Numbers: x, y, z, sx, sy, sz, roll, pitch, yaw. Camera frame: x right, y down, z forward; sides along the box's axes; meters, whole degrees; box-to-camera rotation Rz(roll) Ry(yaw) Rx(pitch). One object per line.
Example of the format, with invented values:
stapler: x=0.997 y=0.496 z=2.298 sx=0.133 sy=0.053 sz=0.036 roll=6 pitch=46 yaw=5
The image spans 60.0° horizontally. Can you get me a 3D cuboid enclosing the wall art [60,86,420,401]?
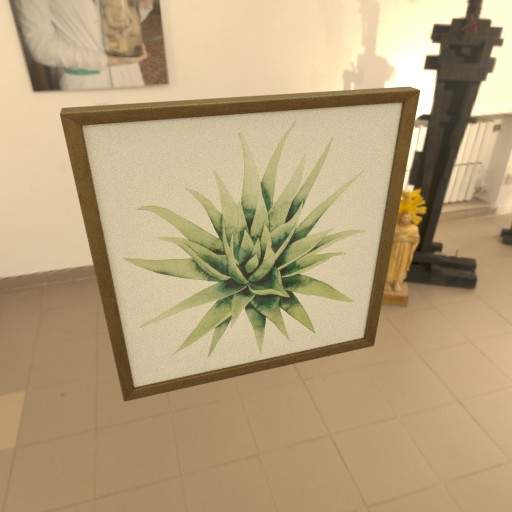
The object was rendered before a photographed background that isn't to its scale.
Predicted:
wall art: x=0.000 y=0.000 z=0.739 sx=0.503 sy=0.506 sz=0.030 roll=-9 pitch=32 yaw=-14
